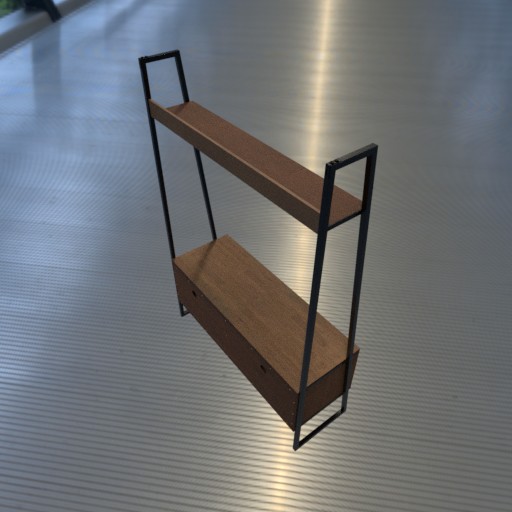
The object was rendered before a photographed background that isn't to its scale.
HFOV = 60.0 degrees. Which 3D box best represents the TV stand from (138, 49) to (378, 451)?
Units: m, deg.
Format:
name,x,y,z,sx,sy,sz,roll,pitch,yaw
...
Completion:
name,x,y,z,sx,sy,sz,roll,pitch,yaw
TV stand,0.000,0.000,2.332,0.432,1.772,1.250,-27,47,-27
